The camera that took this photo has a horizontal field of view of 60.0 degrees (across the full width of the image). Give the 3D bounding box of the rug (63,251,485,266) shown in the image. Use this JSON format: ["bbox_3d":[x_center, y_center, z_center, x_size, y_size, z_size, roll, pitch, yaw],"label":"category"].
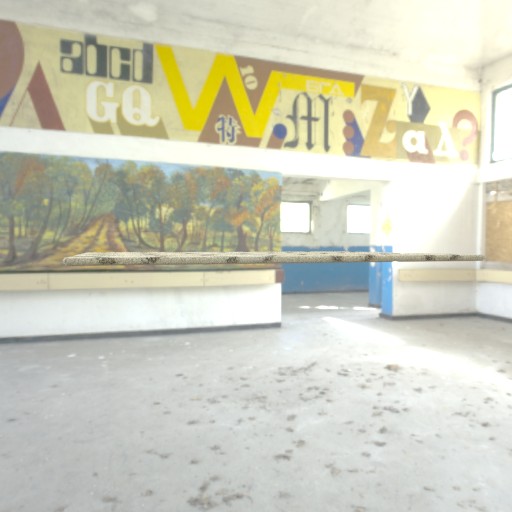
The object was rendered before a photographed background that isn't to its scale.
[{"bbox_3d":[0.000,0.000,2.138,1.600,0.025,1.200,0,1,-18],"label":"rug"}]
